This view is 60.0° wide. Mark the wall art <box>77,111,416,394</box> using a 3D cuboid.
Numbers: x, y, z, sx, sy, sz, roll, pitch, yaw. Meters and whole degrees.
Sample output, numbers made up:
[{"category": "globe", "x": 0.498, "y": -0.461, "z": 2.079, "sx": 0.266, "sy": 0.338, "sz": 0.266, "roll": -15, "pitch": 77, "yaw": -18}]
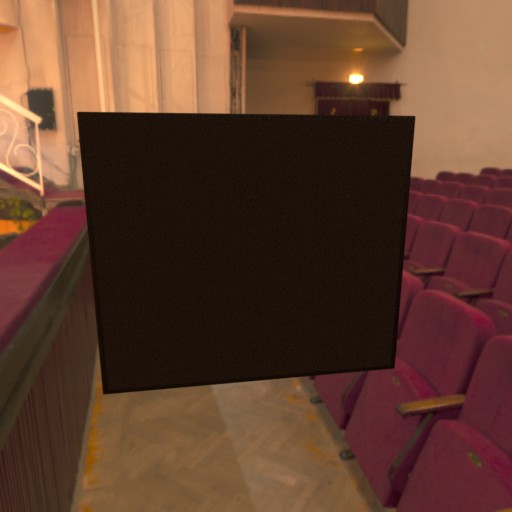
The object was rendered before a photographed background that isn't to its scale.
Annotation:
[{"category": "wall art", "x": 0.000, "y": 0.000, "z": 0.737, "sx": 0.521, "sy": 0.450, "sz": 0.018, "roll": -2, "pitch": 14, "yaw": -10}]
